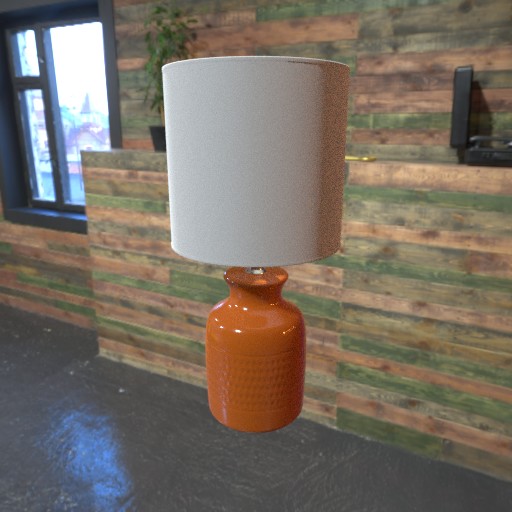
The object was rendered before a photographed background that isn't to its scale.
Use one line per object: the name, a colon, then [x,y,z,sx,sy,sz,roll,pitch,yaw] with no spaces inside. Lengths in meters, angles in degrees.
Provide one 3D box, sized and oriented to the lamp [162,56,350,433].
lamp: [0.000,0.000,1.121,0.418,0.871,0.418,9,18,28]
